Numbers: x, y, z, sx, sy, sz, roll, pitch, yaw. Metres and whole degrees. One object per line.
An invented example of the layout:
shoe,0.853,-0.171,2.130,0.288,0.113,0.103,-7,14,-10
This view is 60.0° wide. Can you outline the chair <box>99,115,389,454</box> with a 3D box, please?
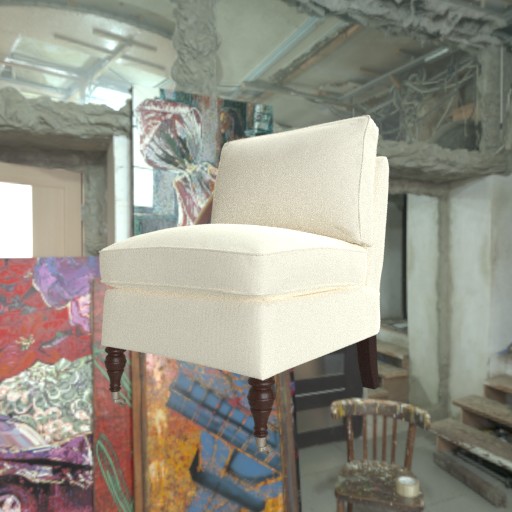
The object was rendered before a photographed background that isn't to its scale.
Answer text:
chair,0.000,0.000,1.406,0.630,0.887,0.781,1,1,37
